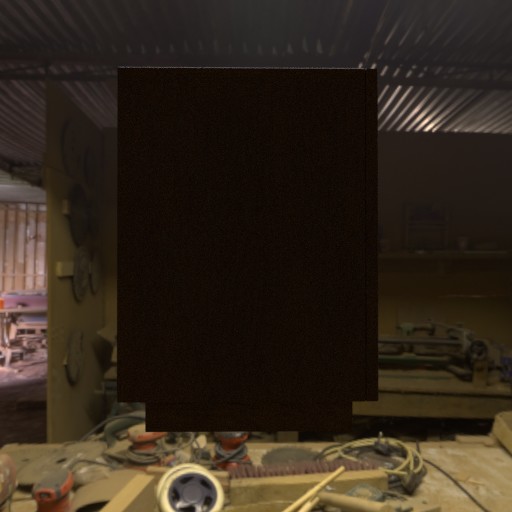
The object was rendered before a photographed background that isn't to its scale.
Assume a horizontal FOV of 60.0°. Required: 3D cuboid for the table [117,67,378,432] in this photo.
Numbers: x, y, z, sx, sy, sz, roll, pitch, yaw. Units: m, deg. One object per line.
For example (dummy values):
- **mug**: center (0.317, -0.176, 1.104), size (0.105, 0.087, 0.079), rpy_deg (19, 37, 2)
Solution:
- **table**: center (0.000, 0.000, 0.969), size (0.439, 0.585, 0.560), rpy_deg (0, 0, -1)
